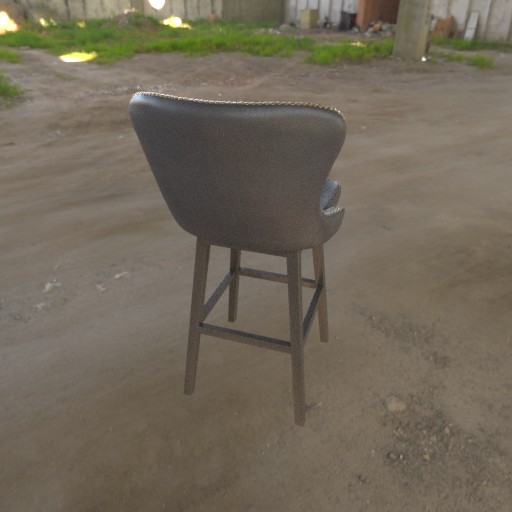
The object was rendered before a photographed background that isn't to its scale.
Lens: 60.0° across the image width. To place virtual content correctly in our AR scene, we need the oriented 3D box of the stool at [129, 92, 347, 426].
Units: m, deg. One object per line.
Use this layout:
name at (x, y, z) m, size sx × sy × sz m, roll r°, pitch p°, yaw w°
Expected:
stool at (0.000, 0.000, 1.400) m, size 0.528 × 1.050 × 0.601 m, roll 10°, pitch 32°, yaw 16°
